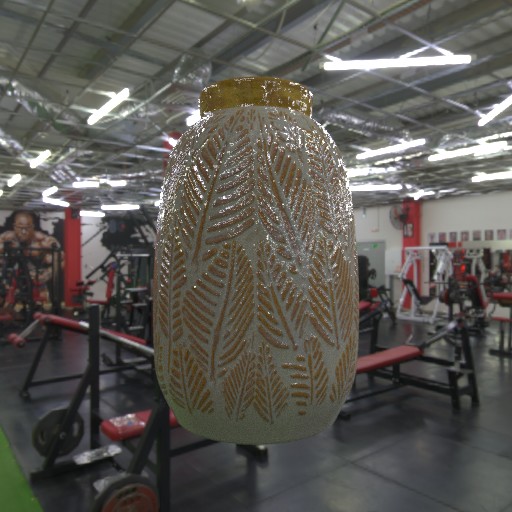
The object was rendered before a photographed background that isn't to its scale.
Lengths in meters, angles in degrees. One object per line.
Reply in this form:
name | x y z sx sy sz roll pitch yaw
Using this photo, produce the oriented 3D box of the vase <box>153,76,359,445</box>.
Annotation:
vase | 0.000 0.000 0.379 0.172 0.270 0.172 0 0 0
